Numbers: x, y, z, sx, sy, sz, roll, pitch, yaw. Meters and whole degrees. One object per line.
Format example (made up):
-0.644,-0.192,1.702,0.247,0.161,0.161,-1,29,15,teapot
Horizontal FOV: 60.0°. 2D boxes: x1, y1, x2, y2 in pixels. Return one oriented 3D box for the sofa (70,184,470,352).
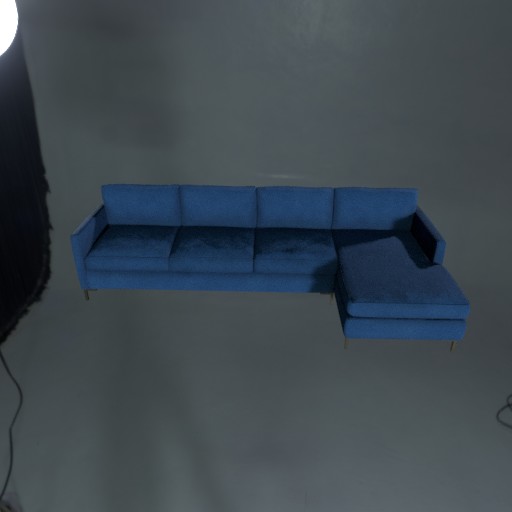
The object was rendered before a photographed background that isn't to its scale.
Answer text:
0.000,0.000,3.556,2.932,0.810,1.350,1,28,2,sofa
